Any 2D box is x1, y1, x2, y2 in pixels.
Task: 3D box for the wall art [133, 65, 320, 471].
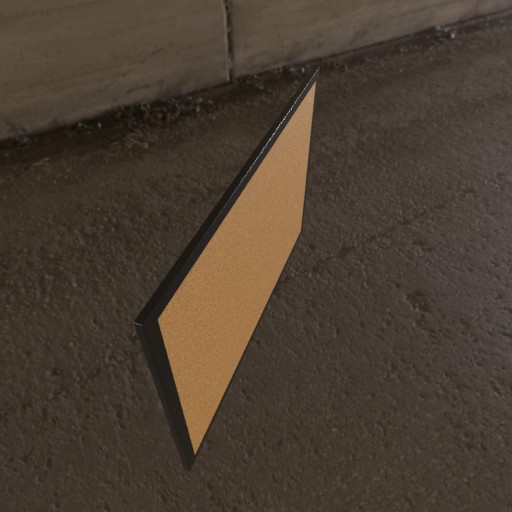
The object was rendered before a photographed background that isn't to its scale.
[{"bbox_3d":[0.000,0.000,1.025,0.015,0.552,0.819,16,49,15],"label":"wall art"}]
